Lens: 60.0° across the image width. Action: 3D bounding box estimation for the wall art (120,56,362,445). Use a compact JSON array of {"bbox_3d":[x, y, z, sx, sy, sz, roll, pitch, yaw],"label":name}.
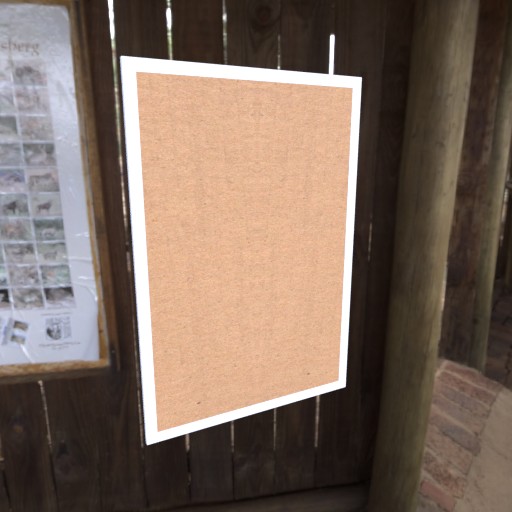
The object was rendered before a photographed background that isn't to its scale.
[{"bbox_3d":[0.000,0.000,1.223,0.660,0.965,0.015,-7,15,-26],"label":"wall art"}]
